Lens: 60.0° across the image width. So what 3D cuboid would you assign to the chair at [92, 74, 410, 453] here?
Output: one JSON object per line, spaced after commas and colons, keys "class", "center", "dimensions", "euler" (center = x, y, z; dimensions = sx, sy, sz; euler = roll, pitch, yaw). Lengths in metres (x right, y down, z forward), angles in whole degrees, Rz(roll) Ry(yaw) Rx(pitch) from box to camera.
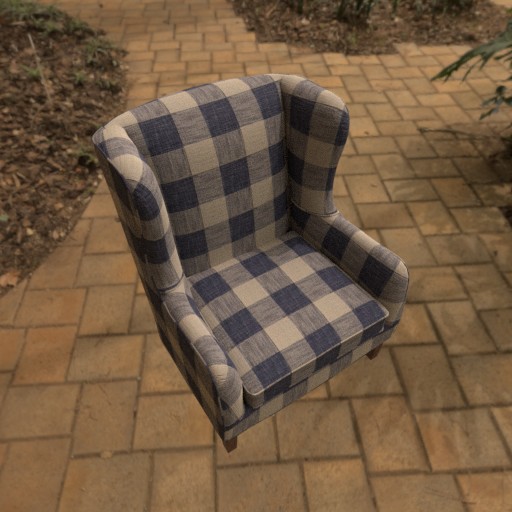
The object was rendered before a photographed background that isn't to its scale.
{"class": "chair", "center": [0.000, 0.000, 1.706], "dimensions": [0.830, 1.041, 0.889], "euler": [-25, 51, -22]}
